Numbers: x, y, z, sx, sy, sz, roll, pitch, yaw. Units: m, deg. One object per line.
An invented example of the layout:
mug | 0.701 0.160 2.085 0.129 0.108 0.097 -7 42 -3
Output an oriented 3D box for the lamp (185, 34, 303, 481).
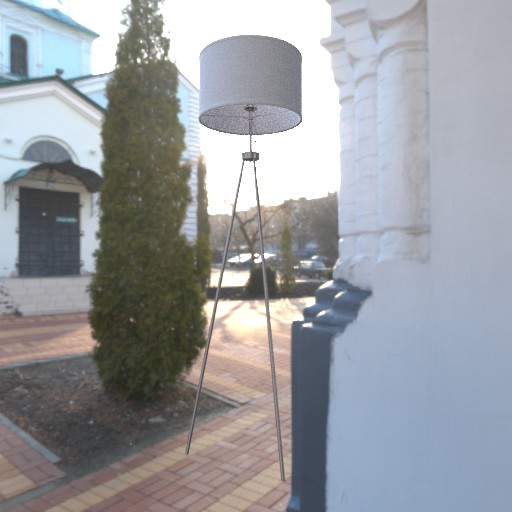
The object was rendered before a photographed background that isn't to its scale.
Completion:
lamp | 0.000 0.000 1.728 0.448 1.545 0.458 0 0 -36
